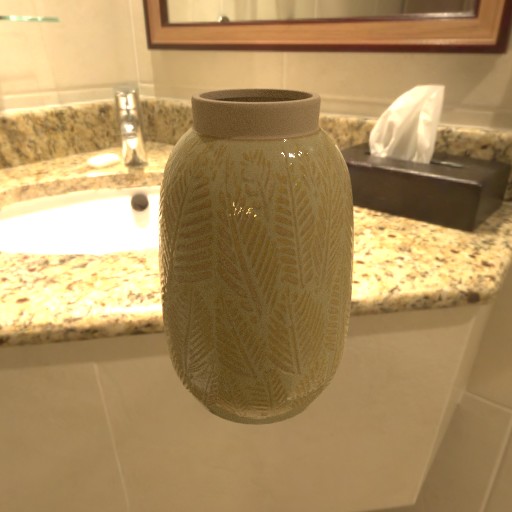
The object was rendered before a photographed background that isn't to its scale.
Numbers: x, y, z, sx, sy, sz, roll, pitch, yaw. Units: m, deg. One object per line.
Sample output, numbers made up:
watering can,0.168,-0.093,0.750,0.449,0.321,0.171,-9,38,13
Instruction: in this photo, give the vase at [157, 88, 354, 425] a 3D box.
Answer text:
vase,0.000,0.000,0.392,0.172,0.270,0.172,0,26,0
